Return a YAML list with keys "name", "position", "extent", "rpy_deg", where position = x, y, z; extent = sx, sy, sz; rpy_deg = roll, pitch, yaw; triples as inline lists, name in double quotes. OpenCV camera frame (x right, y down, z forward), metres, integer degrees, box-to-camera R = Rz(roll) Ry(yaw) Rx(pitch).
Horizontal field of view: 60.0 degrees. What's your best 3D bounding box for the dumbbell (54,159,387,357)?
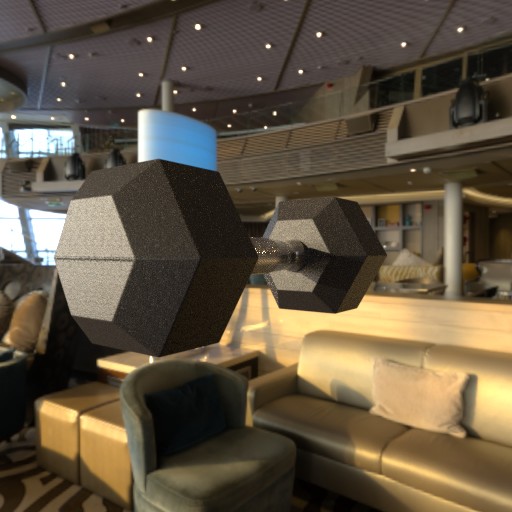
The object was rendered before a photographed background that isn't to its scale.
- name: "dumbbell"
  position: [0.000, 0.000, 0.377]
  extent: [0.129, 0.113, 0.315]
  rpy_deg: [0, 1, 37]
